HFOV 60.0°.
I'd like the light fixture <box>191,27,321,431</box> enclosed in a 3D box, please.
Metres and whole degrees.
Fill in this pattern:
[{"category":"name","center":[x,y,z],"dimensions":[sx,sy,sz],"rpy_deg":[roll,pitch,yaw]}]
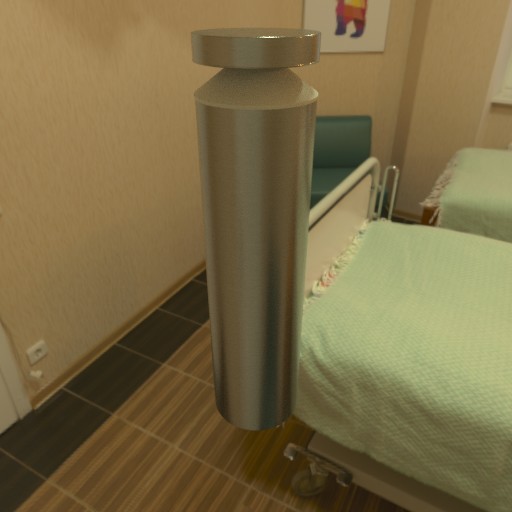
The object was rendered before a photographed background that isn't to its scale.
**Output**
[{"category":"light fixture","center":[0.000,0.000,0.443],"dimensions":[0.102,0.400,0.102],"rpy_deg":[0,31,0]}]
